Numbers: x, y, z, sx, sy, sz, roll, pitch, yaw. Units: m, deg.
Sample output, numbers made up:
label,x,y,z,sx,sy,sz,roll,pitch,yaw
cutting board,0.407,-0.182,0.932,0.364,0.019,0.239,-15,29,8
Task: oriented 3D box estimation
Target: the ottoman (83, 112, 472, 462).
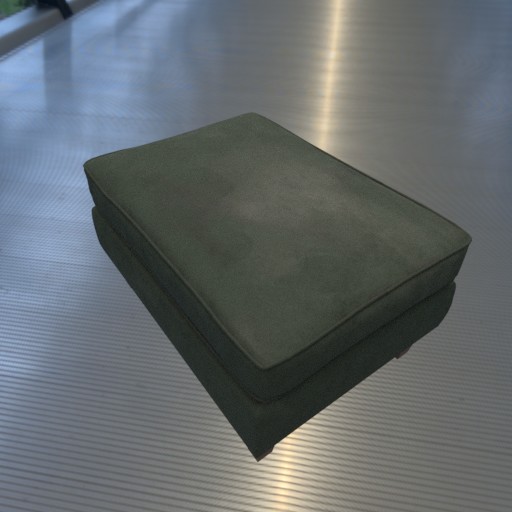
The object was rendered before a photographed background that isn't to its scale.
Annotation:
label,x,y,z,sx,sy,sz,roll,pitch,yaw
ottoman,0.000,0.000,1.235,0.632,0.495,0.864,-26,47,-26
